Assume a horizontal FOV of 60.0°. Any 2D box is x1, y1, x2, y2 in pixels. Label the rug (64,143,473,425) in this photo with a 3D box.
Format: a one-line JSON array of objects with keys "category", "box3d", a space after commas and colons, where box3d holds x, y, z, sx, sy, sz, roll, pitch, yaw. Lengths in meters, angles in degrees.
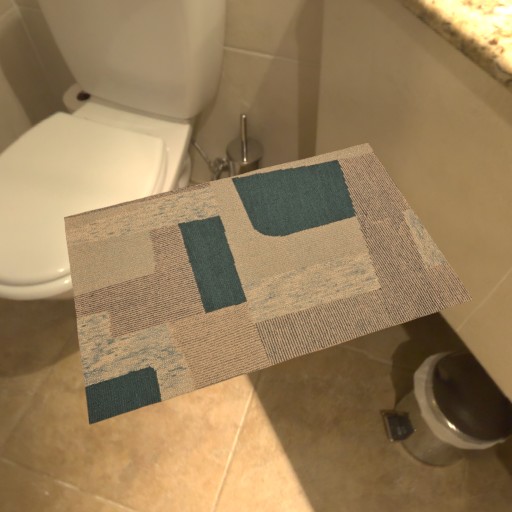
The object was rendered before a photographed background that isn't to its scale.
[{"category": "rug", "box3d": [0.000, 0.000, 3.030, 2.436, 0.015, 1.521, -16, 58, -10]}]
